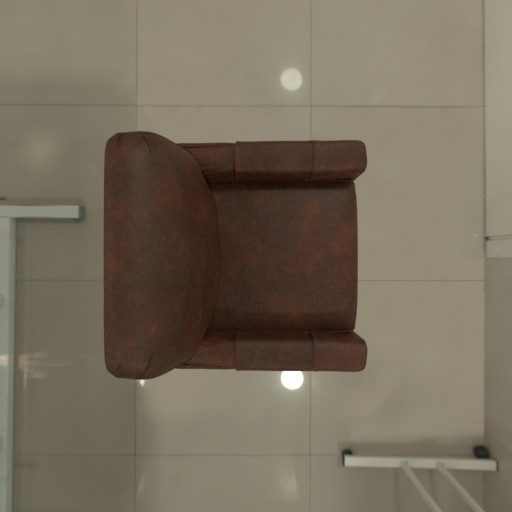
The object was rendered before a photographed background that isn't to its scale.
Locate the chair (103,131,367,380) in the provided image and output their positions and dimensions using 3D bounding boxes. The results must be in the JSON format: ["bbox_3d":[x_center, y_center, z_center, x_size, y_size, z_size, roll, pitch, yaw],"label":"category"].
[{"bbox_3d":[0.000,0.000,1.698,0.836,1.043,0.843,0,90,0],"label":"chair"}]
